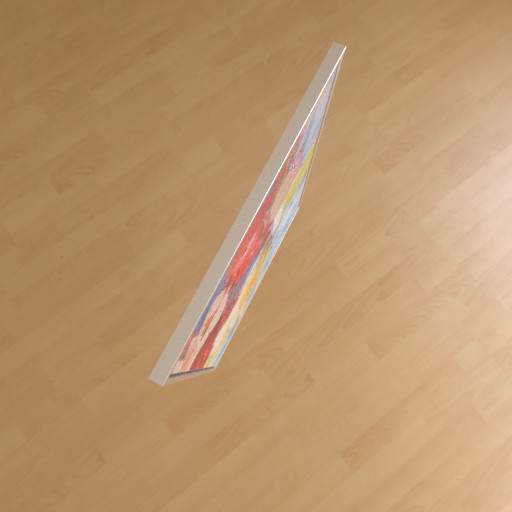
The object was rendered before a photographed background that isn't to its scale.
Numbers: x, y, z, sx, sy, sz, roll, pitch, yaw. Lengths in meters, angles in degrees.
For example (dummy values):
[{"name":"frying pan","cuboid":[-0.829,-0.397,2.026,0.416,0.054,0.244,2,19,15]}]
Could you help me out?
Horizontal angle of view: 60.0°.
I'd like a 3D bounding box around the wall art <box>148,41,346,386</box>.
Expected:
[{"name":"wall art","cuboid":[0.000,0.000,1.413,0.030,1.046,0.816,27,78,6]}]
